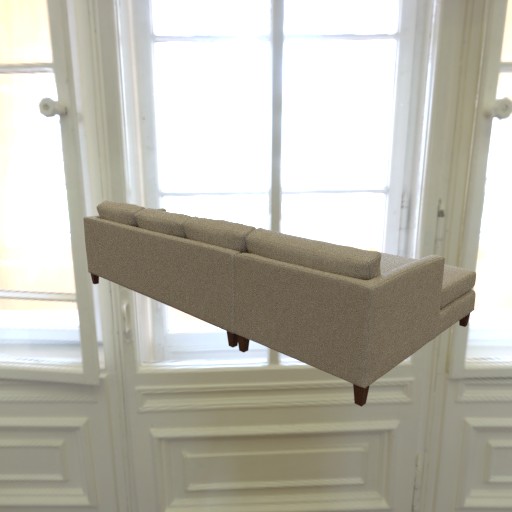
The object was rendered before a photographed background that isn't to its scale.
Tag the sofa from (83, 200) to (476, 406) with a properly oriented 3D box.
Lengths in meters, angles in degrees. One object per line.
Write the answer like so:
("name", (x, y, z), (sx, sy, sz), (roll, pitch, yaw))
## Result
("sofa", (0.000, 0.000, 3.890), (3.186, 0.846, 1.625), (13, 19, 43))
